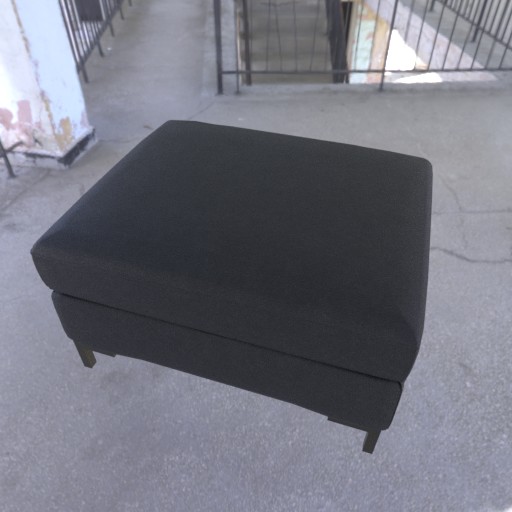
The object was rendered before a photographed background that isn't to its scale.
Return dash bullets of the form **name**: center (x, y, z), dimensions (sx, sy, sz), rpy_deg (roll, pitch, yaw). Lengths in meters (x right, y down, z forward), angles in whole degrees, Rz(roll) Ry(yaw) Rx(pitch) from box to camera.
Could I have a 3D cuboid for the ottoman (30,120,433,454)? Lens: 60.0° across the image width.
- **ottoman**: center (0.000, 0.000, 1.733), dimensions (1.187, 0.696, 0.967), rpy_deg (12, 43, 13)
